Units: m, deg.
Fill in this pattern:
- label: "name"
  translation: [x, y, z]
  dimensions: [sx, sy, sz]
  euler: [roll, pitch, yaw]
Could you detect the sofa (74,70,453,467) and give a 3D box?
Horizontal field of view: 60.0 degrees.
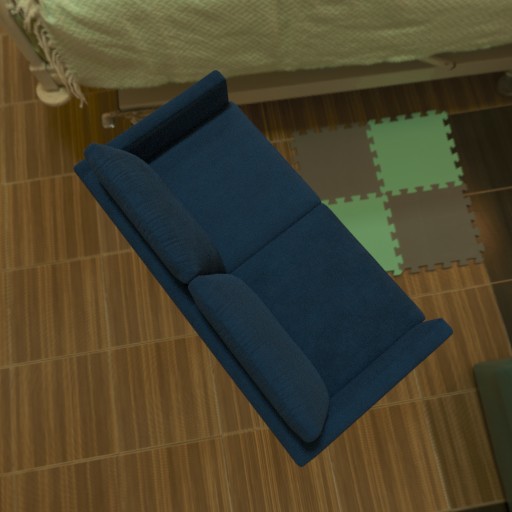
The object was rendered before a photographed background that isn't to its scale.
- label: "sofa"
  translation: [0.000, 0.000, 2.158]
  dimensions: [0.875, 0.817, 1.676]
  euler: [-38, 78, -9]
